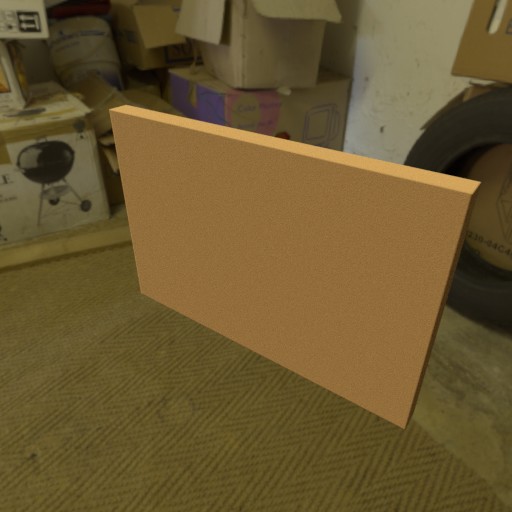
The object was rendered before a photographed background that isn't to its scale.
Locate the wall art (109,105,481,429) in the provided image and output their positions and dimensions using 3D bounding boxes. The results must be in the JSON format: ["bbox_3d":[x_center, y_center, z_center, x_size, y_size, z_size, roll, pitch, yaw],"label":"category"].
[{"bbox_3d":[0.000,0.000,0.756,0.609,0.407,0.039,21,38,29],"label":"wall art"}]
